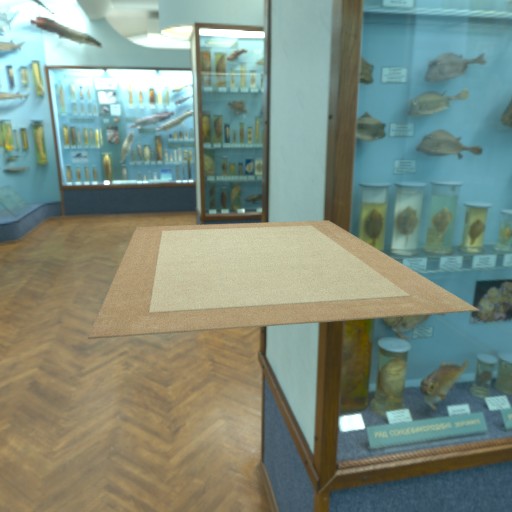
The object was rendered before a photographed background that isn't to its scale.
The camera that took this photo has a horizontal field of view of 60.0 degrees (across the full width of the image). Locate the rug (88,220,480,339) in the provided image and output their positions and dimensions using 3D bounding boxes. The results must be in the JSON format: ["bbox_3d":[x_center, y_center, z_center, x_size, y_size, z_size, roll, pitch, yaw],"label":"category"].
[{"bbox_3d":[0.000,0.000,4.137,2.438,0.014,3.048,-3,16,-9],"label":"rug"}]
